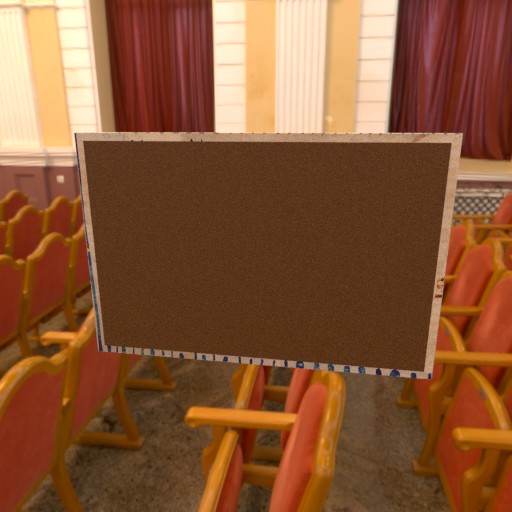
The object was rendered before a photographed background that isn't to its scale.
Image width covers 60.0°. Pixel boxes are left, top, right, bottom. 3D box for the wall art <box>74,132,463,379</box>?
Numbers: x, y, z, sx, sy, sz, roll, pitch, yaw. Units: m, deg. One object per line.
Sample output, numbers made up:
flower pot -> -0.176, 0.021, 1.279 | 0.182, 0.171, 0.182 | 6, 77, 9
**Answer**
wall art -> 0.000, 0.000, 1.137 | 0.919, 0.609, 0.030 | 3, 17, 9
